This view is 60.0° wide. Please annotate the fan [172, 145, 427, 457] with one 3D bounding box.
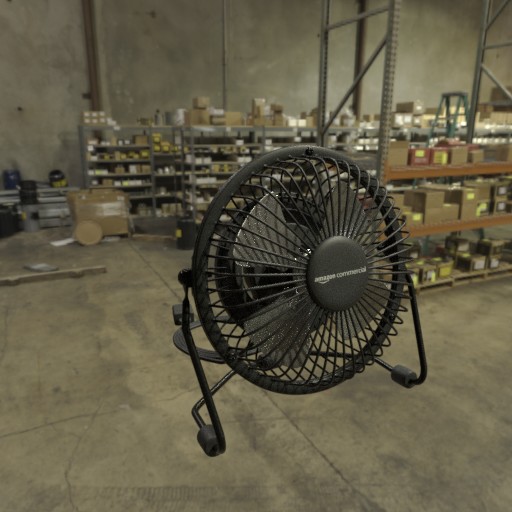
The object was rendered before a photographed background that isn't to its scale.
[{"bbox_3d":[0.000,0.000,0.306,0.153,0.152,0.202,-8,18,-26],"label":"fan"}]
